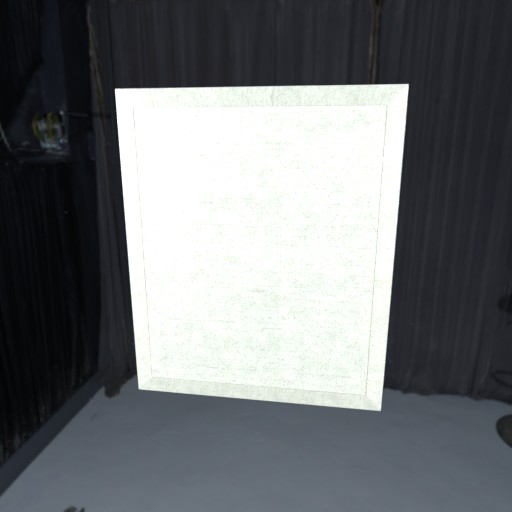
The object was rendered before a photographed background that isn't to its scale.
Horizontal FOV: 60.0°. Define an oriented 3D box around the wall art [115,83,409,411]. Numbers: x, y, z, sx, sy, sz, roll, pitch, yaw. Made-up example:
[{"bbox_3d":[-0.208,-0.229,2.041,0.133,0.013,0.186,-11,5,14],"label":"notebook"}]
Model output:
[{"bbox_3d":[0.000,0.000,0.638,0.381,0.457,0.023,2,15,9],"label":"wall art"}]
